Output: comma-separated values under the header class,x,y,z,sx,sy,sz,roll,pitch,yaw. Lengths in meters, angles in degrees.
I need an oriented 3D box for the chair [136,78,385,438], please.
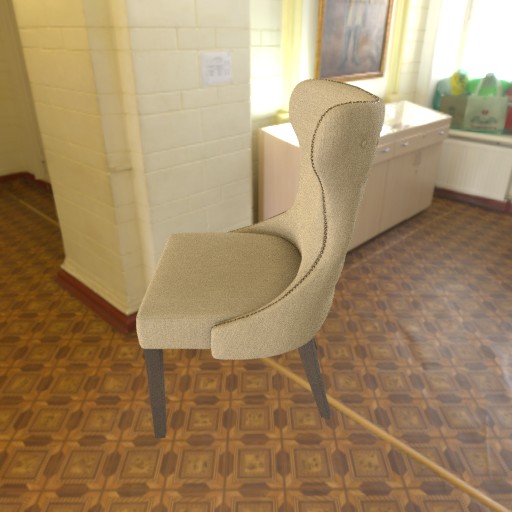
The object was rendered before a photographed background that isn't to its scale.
class,x,y,z,sx,sy,sz,roll,pitch,yaw
chair,0.000,0.000,1.352,0.635,0.967,0.628,0,26,0
